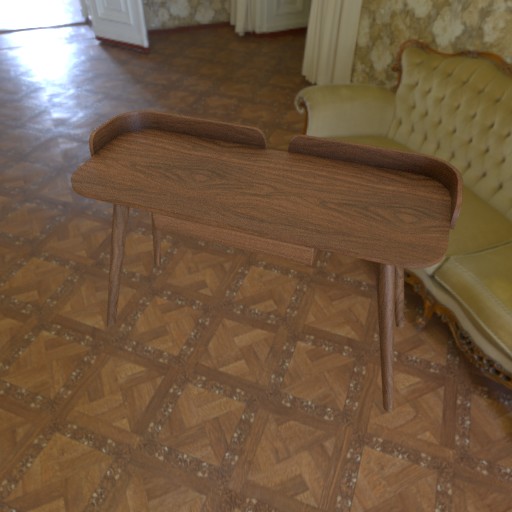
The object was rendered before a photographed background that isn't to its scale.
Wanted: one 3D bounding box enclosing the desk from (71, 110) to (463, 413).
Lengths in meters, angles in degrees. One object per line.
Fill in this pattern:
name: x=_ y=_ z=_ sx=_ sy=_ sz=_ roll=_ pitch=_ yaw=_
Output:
desk: x=0.000 y=0.000 z=1.692 sx=1.256 sy=0.800 sz=0.486 roll=13 pitch=43 yaw=14
